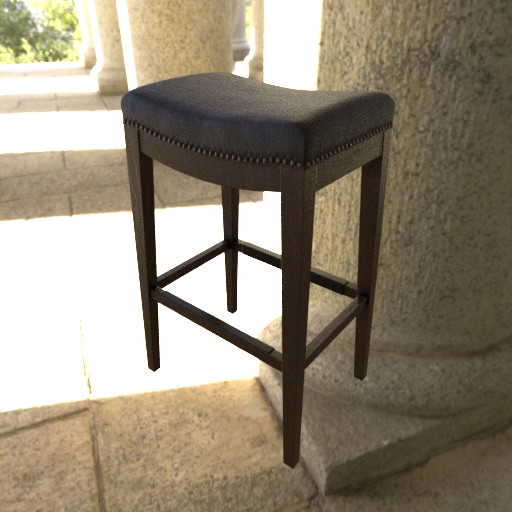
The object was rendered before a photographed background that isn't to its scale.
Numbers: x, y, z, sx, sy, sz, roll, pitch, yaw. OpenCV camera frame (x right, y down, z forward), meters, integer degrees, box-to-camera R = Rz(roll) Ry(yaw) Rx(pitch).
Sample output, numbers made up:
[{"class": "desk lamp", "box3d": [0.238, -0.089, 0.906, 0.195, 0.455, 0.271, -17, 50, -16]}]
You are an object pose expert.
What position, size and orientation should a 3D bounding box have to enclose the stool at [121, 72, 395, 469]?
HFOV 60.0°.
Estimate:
[{"class": "stool", "box3d": [0.000, 0.000, 1.055, 0.500, 0.765, 0.361, 22, 37, 32]}]
